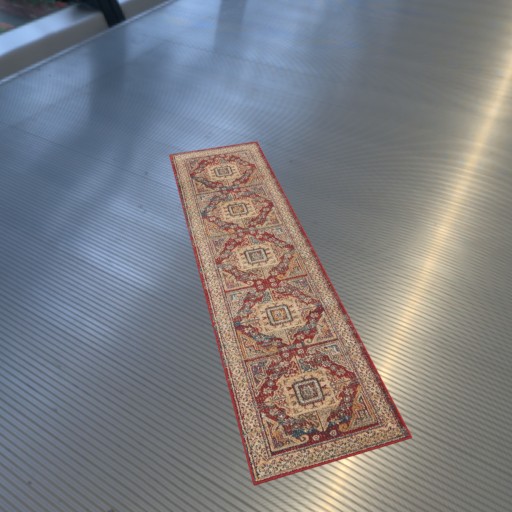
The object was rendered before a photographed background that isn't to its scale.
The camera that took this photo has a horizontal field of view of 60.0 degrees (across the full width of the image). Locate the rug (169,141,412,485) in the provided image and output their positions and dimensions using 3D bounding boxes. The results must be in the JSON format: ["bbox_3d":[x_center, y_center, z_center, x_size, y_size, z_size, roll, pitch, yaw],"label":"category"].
[{"bbox_3d":[0.000,0.000,2.479,0.659,0.015,2.292,-11,47,-11],"label":"rug"}]
